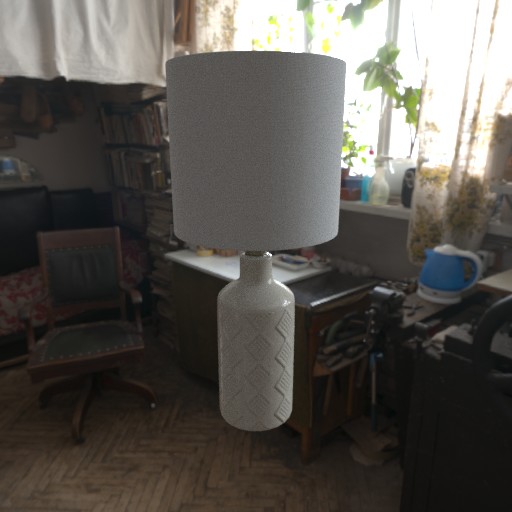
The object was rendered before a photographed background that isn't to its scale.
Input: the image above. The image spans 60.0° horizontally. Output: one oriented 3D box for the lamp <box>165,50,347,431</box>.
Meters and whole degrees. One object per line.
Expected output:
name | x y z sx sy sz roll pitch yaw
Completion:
lamp | 0.000 0.000 0.578 0.207 0.461 0.207 3 16 9
